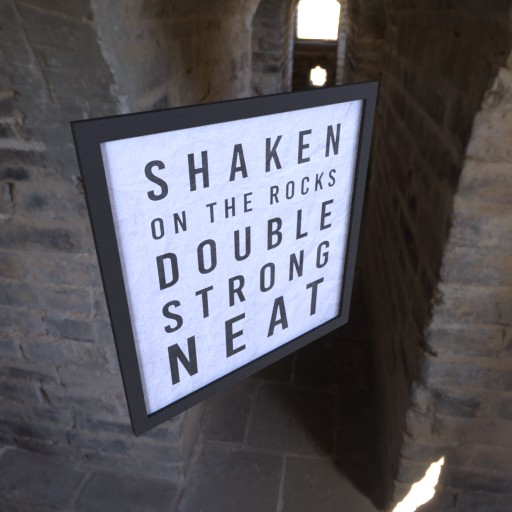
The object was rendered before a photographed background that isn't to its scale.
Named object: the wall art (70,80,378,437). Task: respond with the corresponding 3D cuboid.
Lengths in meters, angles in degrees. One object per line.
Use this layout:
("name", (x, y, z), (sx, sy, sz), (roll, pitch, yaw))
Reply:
("wall art", (0.000, 0.000, 0.669), (0.456, 0.458, 0.013), (-20, 35, -32))
